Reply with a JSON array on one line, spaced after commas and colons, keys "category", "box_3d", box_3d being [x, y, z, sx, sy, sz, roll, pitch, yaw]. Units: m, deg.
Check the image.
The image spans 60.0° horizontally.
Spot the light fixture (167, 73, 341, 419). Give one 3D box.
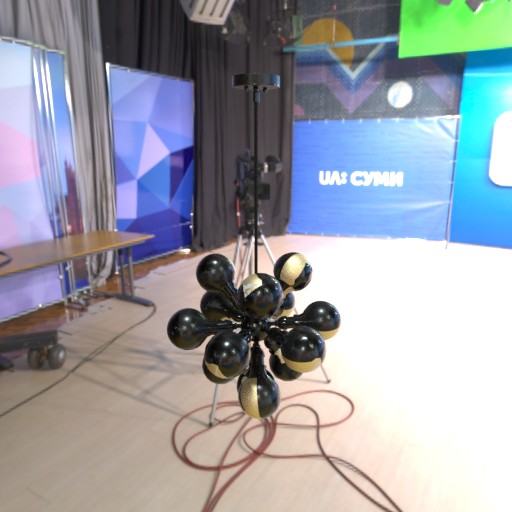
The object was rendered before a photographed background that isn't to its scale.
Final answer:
[{"category": "light fixture", "box_3d": [0.000, 0.000, 1.135, 0.468, 0.859, 0.420, -2, 15, -8]}]
